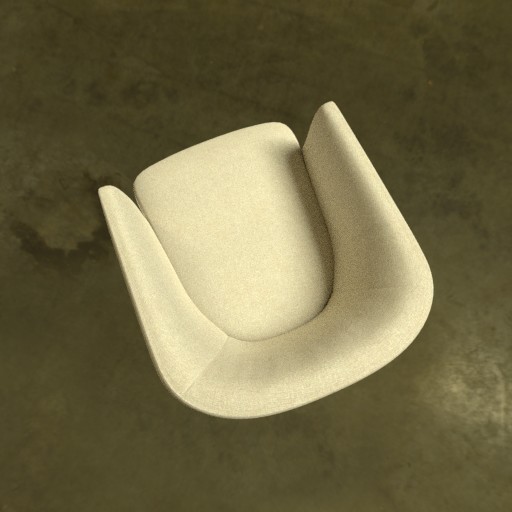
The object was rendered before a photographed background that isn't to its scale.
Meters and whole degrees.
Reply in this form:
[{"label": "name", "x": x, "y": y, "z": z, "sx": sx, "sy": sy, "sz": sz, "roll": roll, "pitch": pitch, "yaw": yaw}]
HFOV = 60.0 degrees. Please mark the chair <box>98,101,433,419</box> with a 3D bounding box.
[{"label": "chair", "x": 0.000, "y": 0.000, "z": 1.596, "sx": 0.822, "sy": 0.861, "sz": 0.986, "roll": -22, "pitch": 76, "yaw": -6}]
